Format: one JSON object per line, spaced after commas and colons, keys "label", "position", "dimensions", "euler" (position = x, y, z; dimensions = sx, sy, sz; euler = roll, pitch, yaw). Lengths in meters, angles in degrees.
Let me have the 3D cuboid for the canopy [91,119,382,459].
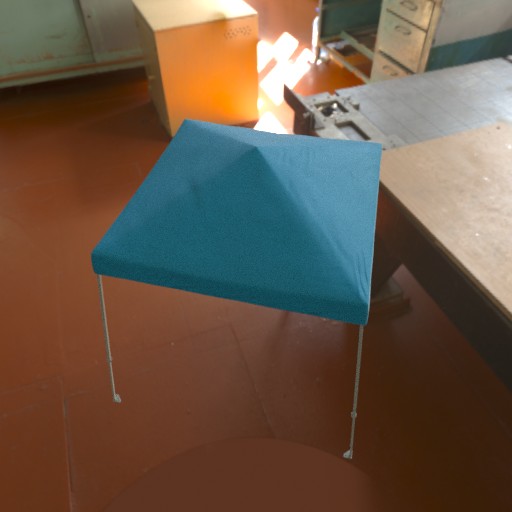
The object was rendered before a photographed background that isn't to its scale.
{"label": "canopy", "position": [0.000, 0.000, 5.029], "dimensions": [2.848, 2.849, 2.849], "euler": [10, 47, 9]}
